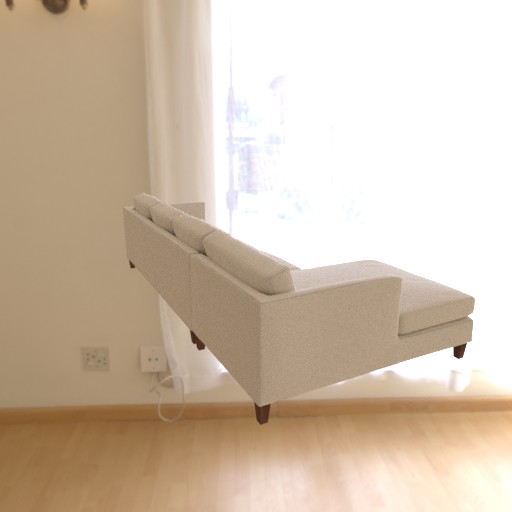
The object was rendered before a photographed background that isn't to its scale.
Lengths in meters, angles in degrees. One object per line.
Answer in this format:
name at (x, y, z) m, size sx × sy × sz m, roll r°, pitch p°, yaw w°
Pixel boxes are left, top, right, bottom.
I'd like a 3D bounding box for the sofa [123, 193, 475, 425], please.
sofa at (0.000, 0.000, 3.872) m, size 1.625 × 0.846 × 3.186 m, roll -8°, pitch 18°, yaw -26°
